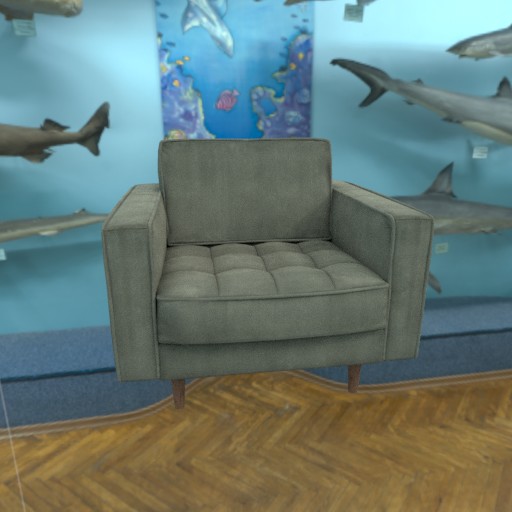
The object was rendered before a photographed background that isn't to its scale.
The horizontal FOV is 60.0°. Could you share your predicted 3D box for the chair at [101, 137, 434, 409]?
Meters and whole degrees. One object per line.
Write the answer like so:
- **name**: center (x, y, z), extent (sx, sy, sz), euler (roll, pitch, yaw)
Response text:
- **chair**: center (0.000, 0.000, 1.535), extent (0.928, 0.773, 0.843), euler (-3, 17, -8)
